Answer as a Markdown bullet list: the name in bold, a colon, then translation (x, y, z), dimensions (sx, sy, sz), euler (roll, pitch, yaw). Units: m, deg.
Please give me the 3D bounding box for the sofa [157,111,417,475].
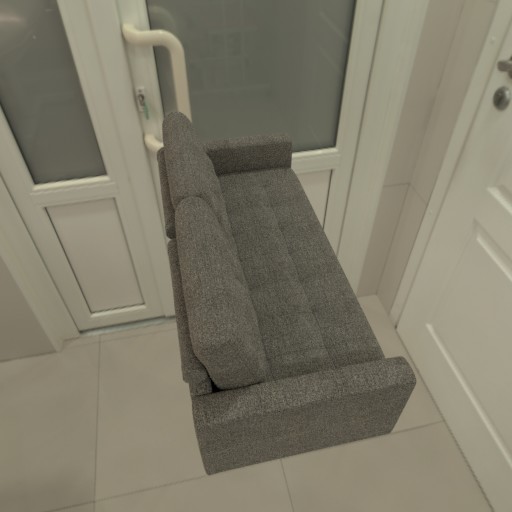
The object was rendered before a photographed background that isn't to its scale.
- **sofa**: translation (0.000, 0.000, 2.295), dimensions (0.863, 0.902, 1.821), euler (-9, 46, -9)
